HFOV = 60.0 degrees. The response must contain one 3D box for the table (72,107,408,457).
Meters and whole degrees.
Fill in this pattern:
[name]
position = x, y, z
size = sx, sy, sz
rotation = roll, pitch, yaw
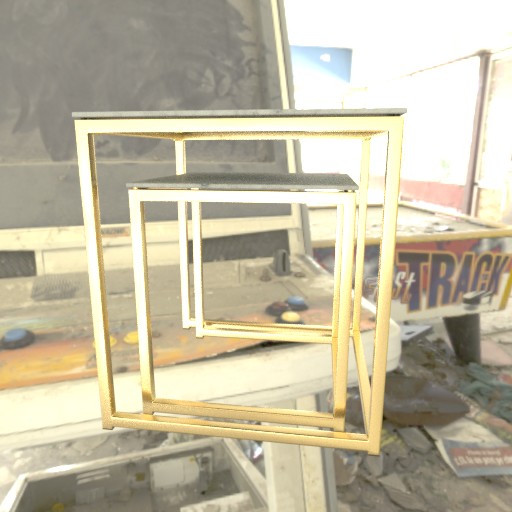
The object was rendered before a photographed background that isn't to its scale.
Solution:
[table]
position = 0.000, 0.000, 0.856
size = 0.450, 0.500, 0.450
rotation = 2, 13, 9
